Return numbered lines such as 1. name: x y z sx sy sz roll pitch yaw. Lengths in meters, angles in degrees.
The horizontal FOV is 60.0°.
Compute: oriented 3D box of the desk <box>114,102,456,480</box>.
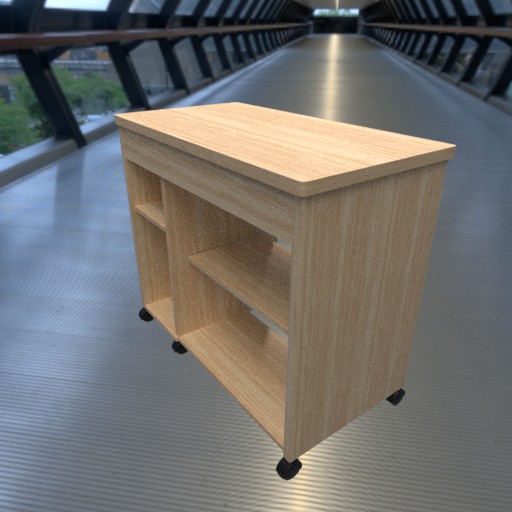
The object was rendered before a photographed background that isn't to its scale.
1. desk: 0.000 0.000 1.360 0.480 0.770 0.884 -18 32 -32
